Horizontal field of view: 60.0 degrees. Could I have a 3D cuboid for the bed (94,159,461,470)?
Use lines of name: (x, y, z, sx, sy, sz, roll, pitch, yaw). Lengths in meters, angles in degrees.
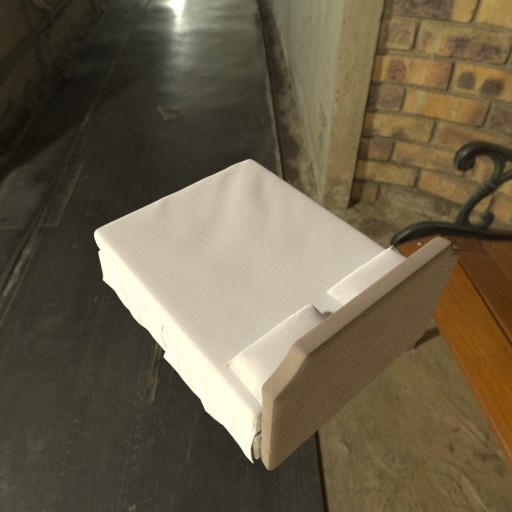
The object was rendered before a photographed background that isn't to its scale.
bed: (0.000, 0.000, 3.762, 1.977, 1.293, 2.498, -31, 53, -27)
